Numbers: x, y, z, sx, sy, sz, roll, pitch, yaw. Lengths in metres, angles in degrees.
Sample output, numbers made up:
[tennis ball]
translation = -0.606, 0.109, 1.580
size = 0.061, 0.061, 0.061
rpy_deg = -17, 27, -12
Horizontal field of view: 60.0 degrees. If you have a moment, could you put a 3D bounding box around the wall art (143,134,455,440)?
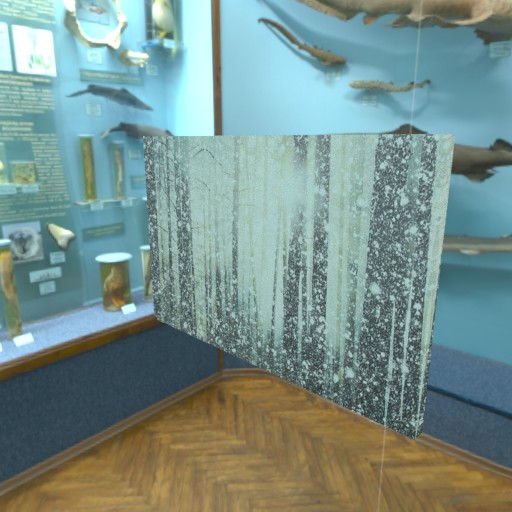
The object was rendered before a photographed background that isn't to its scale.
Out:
[wall art]
translation = 0.000, 0.000, 1.139
size = 0.919, 0.598, 0.038
rpy_deg = 14, 20, 42
